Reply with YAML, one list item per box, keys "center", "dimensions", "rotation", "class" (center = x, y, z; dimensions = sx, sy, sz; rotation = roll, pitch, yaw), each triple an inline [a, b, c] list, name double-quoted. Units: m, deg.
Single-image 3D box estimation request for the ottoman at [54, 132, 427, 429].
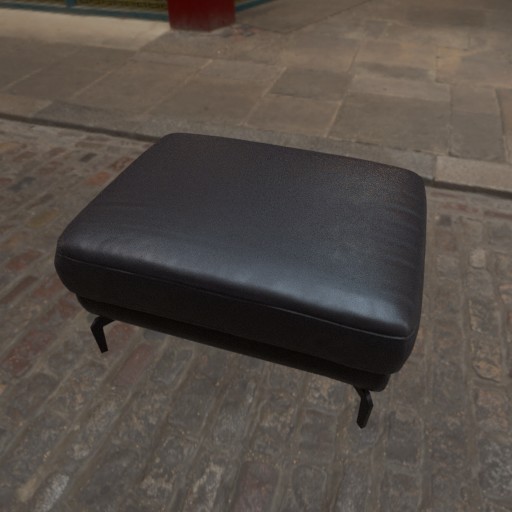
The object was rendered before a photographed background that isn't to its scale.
- center: [0.000, 0.000, 1.116]
  dimensions: [0.764, 0.402, 0.570]
  rotation: [12, 43, 13]
  class: "ottoman"
